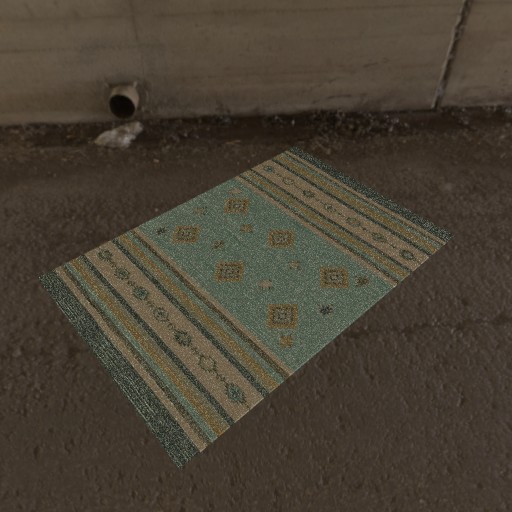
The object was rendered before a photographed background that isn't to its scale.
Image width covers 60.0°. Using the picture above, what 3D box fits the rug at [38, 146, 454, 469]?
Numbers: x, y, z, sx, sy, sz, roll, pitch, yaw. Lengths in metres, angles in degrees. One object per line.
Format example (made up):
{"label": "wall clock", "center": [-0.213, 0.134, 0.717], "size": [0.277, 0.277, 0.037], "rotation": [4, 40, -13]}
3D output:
{"label": "rug", "center": [0.000, 0.000, 2.301], "size": [1.811, 0.010, 1.212], "rotation": [-33, 54, -28]}
